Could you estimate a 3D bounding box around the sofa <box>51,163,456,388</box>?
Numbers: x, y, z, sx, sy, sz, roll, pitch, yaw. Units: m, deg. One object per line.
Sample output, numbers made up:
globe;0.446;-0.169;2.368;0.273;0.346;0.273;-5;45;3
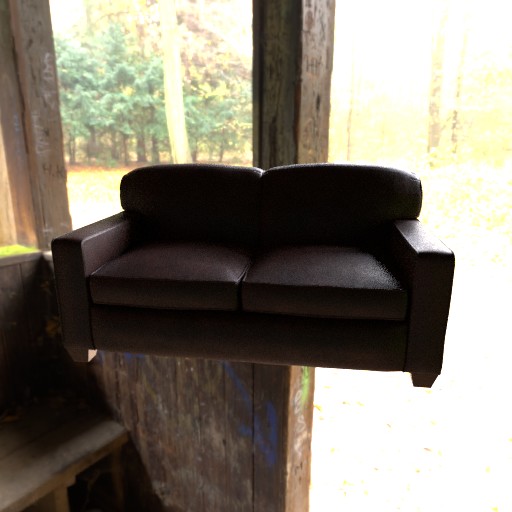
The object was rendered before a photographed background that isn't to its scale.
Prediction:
sofa;0.000;0.000;2.443;1.856;0.966;1.000;2;16;8
